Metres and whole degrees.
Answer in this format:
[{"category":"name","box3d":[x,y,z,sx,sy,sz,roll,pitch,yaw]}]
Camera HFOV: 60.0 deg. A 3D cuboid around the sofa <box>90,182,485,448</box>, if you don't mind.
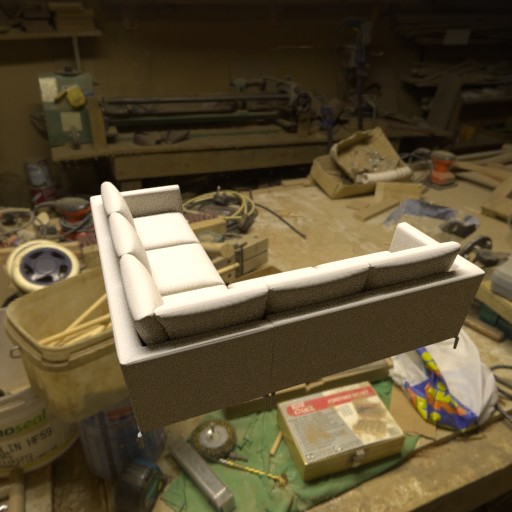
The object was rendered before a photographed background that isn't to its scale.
[{"category":"sofa","box3d":[0.000,0.000,3.714,2.430,0.867,2.448,-11,31,-19]}]
